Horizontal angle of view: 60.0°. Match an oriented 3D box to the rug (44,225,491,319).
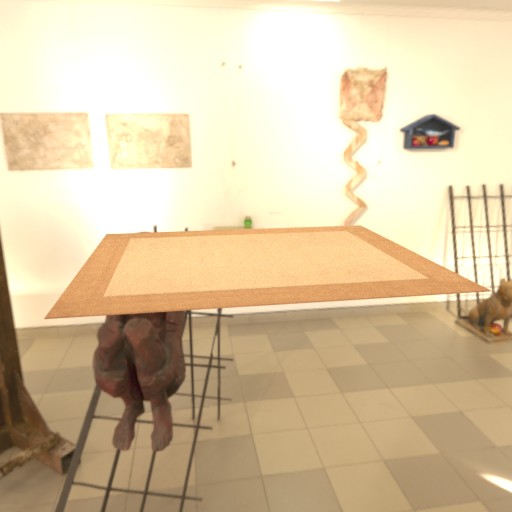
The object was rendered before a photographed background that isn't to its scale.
[{"bbox_3d":[0.000,0.000,4.127,3.048,0.014,2.438,-3,15,-9],"label":"rug"}]
